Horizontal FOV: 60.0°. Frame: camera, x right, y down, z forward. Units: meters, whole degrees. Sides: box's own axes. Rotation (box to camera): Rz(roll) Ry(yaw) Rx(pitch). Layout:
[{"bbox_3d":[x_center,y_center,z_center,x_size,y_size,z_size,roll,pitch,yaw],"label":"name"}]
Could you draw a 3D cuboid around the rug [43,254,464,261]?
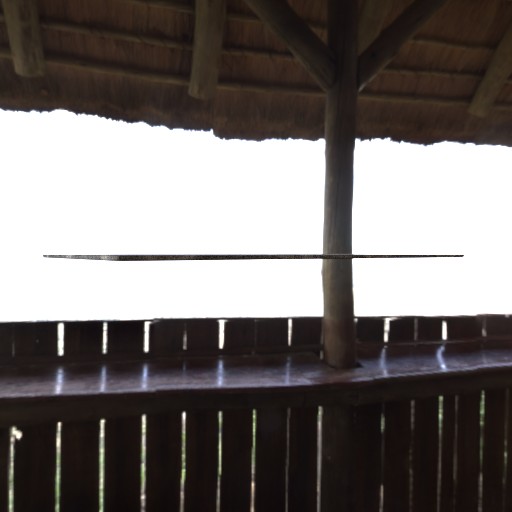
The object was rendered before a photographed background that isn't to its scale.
[{"bbox_3d":[0.000,0.000,3.392,2.701,0.026,1.801,0,0,-35],"label":"rug"}]
